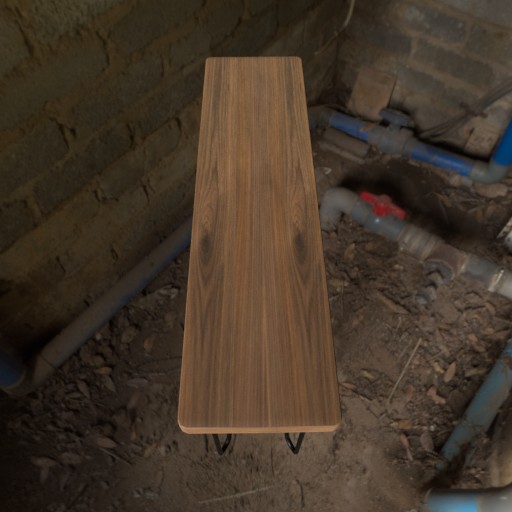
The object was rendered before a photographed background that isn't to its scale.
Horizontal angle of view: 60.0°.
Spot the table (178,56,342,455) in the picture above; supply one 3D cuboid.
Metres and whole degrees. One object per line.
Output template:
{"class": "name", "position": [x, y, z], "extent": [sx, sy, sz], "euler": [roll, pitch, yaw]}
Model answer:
{"class": "table", "position": [0.000, 0.000, 1.897], "extent": [0.425, 0.834, 1.570], "euler": [-1, 57, 0]}
